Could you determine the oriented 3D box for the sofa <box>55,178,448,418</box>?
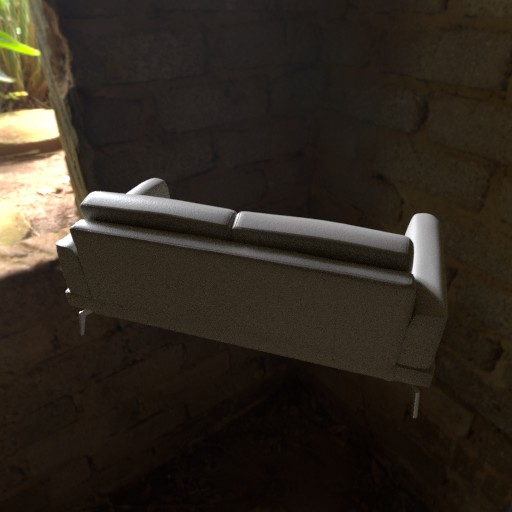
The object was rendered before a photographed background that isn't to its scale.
[{"bbox_3d":[0.000,0.000,2.756,2.177,0.930,1.121,10,33,15],"label":"sofa"}]
